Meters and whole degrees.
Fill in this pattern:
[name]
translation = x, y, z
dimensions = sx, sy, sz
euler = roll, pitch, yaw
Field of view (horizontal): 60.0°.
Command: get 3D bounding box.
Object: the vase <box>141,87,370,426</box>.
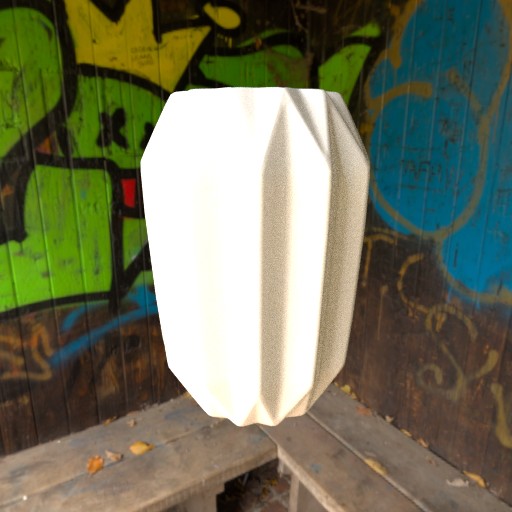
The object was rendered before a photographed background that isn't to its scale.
[vase]
translation = 0.000, 0.000, 0.399
dimensions = 0.195, 0.275, 0.195
euler = 0, 16, 0
